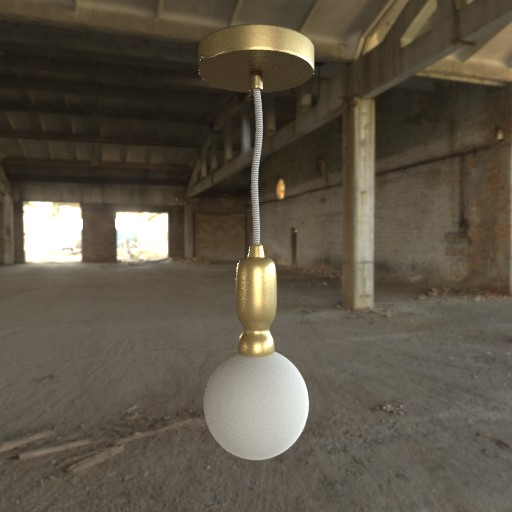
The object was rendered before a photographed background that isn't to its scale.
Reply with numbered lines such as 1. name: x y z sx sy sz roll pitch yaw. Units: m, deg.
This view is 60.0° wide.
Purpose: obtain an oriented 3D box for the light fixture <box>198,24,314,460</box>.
1. light fixture: 0.000 0.000 0.563 0.147 0.510 0.146 -1 2 -18
